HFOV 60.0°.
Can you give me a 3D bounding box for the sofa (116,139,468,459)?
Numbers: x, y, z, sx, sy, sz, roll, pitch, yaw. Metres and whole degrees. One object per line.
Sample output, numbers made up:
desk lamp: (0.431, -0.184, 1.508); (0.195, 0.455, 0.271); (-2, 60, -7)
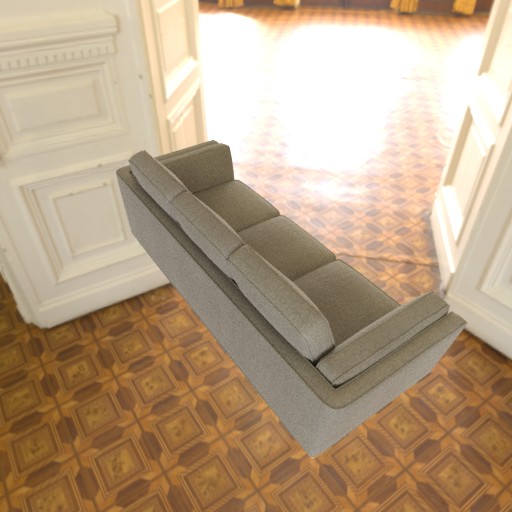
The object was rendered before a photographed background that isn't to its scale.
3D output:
sofa: (0.000, 0.000, 2.812); (0.903, 0.899, 2.362); (-24, 46, -26)
